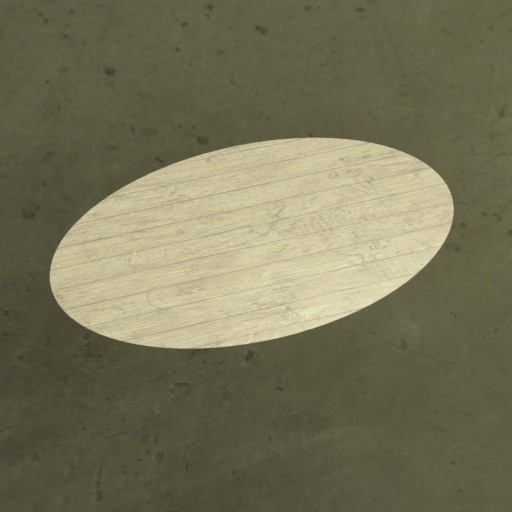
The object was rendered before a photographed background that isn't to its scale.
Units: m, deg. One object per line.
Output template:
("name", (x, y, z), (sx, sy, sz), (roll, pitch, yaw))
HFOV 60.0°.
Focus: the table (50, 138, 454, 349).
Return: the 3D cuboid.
("table", (0.000, 0.000, 1.355), (1.083, 0.390, 0.542), (-13, 75, -4))
